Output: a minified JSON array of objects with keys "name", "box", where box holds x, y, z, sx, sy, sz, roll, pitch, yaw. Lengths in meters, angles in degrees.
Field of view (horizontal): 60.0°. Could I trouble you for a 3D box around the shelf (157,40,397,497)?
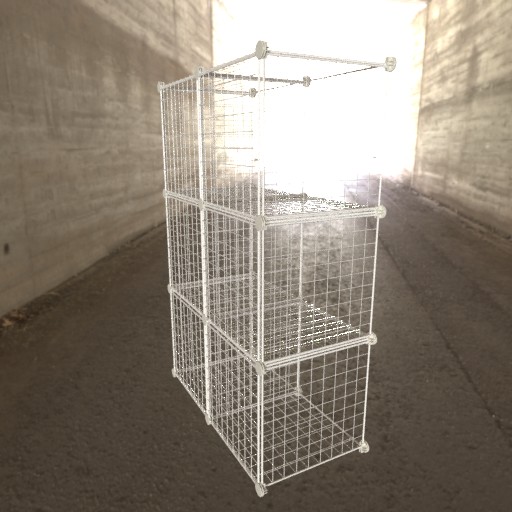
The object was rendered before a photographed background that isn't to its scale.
[{"name":"shelf","box":[0.000,0.000,1.371,0.356,1.067,0.711,-8,16,-28]}]
